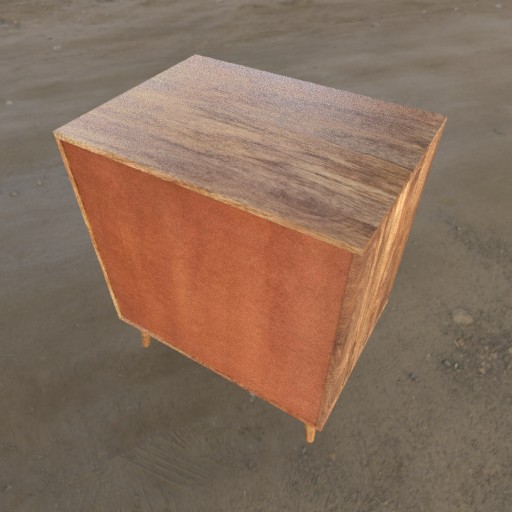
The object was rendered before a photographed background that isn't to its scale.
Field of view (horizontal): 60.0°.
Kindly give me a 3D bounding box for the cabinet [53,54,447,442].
[{"bbox_3d":[0.000,0.000,1.161,0.647,0.758,0.473,23,49,22],"label":"cabinet"}]
